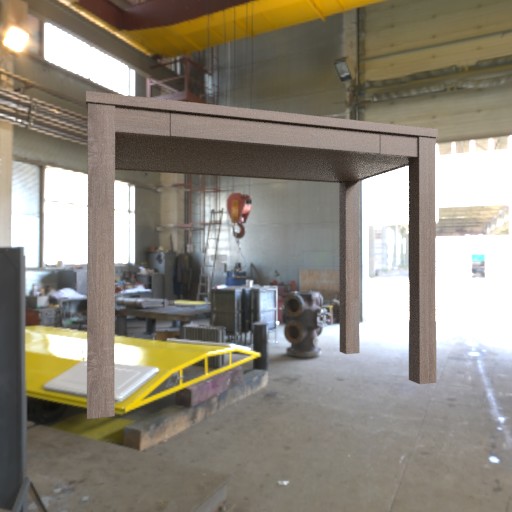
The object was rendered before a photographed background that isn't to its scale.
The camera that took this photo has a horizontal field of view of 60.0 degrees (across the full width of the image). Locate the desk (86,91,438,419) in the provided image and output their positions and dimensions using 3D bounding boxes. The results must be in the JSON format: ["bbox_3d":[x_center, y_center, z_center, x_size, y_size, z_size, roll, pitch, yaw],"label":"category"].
[{"bbox_3d":[0.000,0.000,1.414,0.991,0.762,0.495,0,0,-18],"label":"desk"}]
